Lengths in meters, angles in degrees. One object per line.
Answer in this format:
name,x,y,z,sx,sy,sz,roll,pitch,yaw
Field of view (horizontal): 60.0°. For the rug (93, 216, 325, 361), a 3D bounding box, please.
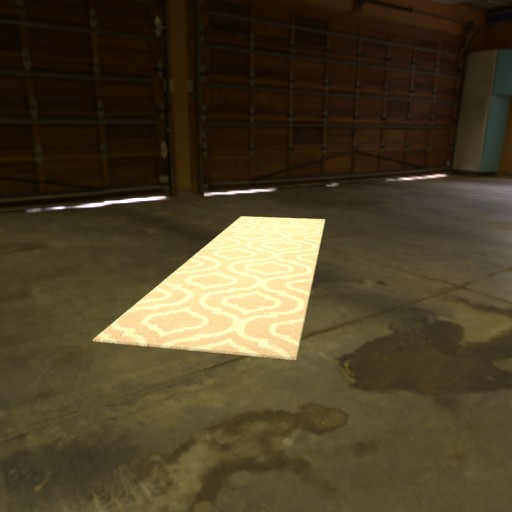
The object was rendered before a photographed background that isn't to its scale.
rug,0.000,0.000,2.517,0.691,0.013,2.289,3,16,10
